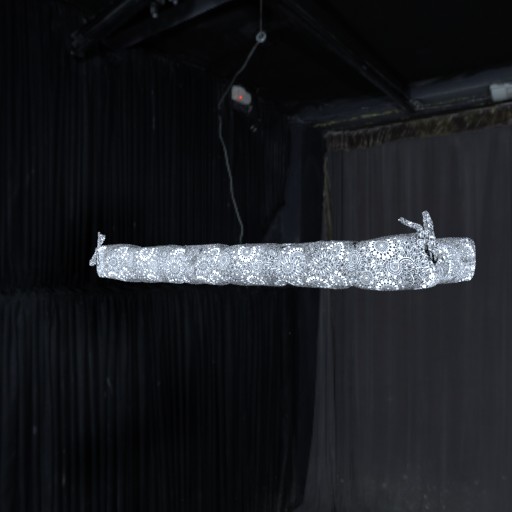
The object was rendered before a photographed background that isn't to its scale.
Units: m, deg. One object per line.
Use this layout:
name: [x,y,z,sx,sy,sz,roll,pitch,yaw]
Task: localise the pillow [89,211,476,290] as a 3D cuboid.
pillow: [0.000,0.000,1.350,1.194,0.174,0.511,-1,-1,37]
